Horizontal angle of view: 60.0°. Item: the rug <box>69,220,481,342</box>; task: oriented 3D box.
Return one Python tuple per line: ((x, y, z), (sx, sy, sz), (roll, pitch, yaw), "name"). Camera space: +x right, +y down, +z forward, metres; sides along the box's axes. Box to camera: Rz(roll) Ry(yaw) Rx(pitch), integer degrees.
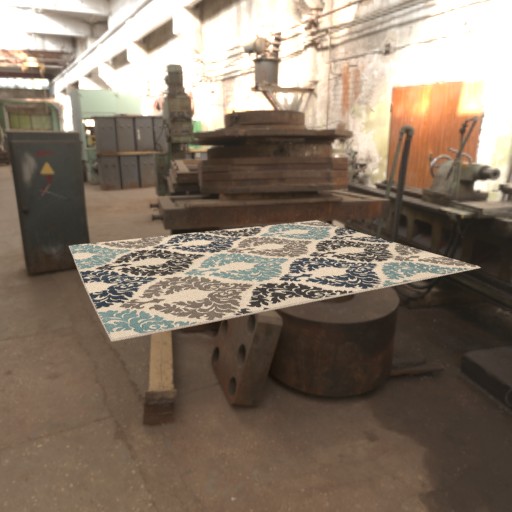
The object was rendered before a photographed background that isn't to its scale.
((0.000, 0.000, 4.105), (3.040, 0.014, 2.423), (-8, 17, -26), "rug")
